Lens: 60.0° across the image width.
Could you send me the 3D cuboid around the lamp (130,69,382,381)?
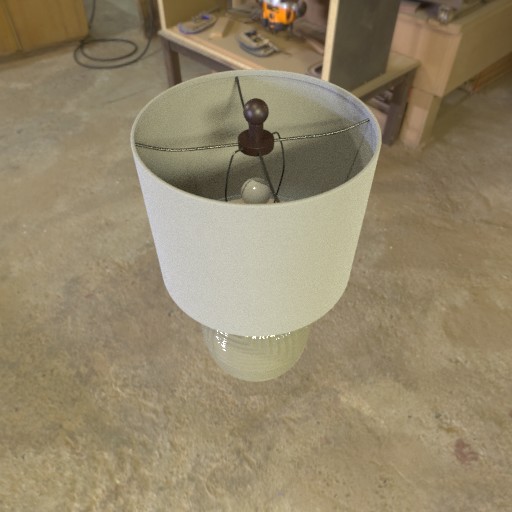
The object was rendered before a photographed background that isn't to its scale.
[{"bbox_3d":[0.000,0.000,0.753,0.318,0.567,0.318,0,48,0],"label":"lamp"}]
